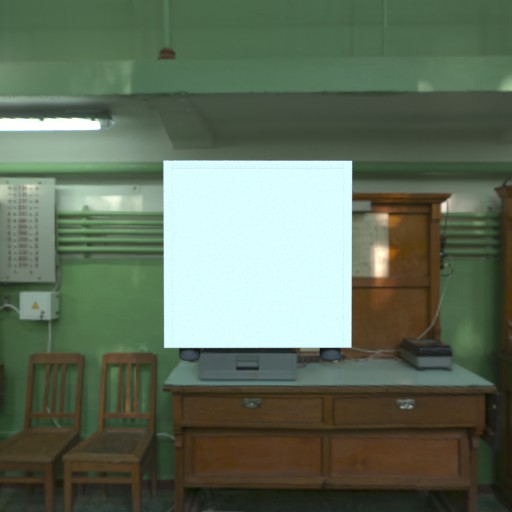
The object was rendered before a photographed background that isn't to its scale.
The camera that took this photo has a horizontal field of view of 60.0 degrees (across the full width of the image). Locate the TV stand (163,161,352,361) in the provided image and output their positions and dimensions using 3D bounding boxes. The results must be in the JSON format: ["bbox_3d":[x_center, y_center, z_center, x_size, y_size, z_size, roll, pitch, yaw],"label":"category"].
[{"bbox_3d":[0.000,0.000,1.717,0.410,0.440,1.500,0,1,0],"label":"TV stand"}]
